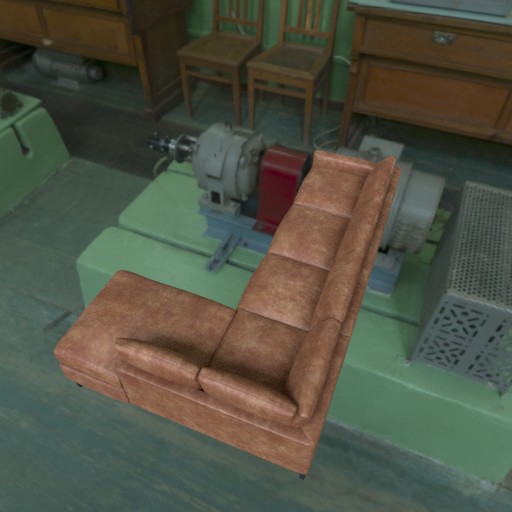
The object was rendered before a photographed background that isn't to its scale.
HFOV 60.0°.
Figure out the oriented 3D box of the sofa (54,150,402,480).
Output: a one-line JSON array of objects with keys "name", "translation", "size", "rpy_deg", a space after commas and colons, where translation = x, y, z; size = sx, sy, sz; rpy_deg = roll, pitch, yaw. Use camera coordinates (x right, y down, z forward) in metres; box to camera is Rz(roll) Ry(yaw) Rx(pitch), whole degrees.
[{"name": "sofa", "translation": [0.000, 0.000, 3.875], "size": [1.938, 0.877, 2.984], "rpy_deg": [17, 49, 15]}]
